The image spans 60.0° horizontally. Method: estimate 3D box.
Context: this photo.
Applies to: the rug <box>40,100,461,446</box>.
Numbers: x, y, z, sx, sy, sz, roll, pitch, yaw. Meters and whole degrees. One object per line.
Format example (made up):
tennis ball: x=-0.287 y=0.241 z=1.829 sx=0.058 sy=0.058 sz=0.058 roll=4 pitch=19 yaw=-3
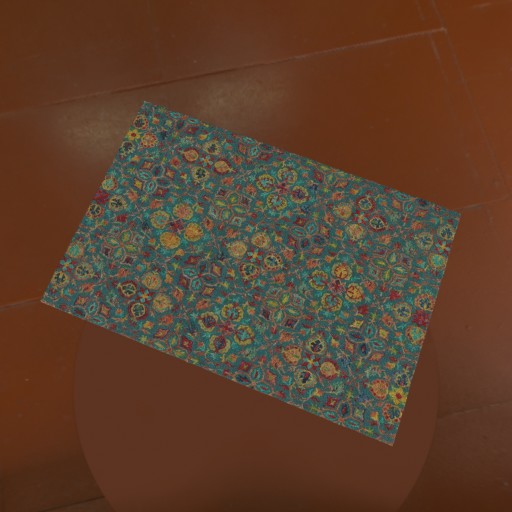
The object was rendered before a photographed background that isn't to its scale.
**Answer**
rug: x=0.000 y=0.000 z=2.830 sx=2.290 sy=0.016 sz=1.527 roll=21 pitch=76 yaw=5
